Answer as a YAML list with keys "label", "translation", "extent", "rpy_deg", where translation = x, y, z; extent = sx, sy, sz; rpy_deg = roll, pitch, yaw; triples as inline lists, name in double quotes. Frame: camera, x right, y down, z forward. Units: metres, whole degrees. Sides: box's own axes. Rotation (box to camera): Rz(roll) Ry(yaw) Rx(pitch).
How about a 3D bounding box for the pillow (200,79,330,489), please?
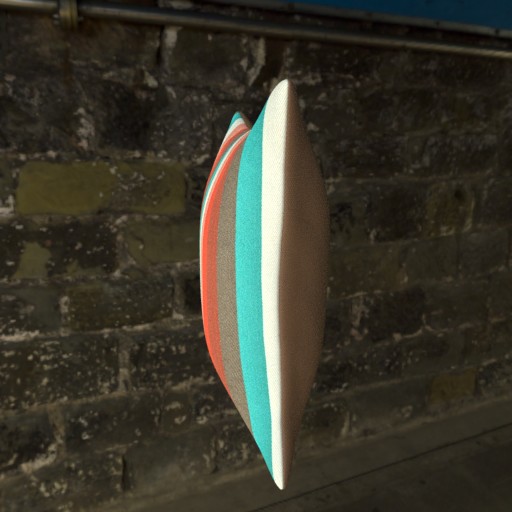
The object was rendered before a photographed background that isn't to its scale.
- label: "pillow"
  translation: [0.000, 0.000, 0.667]
  extent: [0.168, 0.443, 0.453]
  rpy_deg: [-2, 15, -8]
